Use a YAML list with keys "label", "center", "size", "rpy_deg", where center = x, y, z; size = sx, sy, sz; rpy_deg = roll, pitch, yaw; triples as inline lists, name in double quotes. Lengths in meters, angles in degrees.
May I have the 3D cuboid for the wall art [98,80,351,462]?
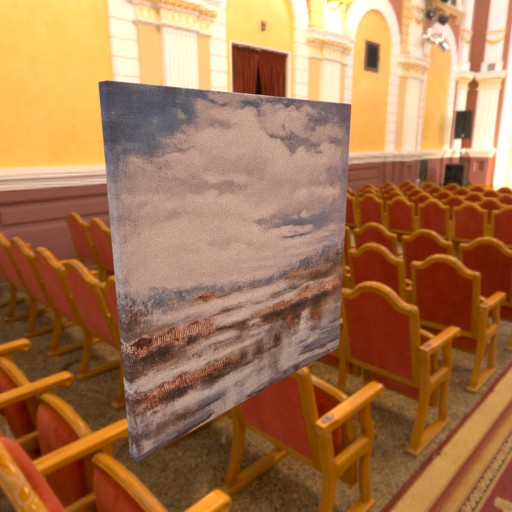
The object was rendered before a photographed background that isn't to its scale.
- label: "wall art"
  center: [0.000, 0.000, 1.492]
  size: [0.040, 1.020, 1.010]
  rpy_deg: [14, 20, 43]
